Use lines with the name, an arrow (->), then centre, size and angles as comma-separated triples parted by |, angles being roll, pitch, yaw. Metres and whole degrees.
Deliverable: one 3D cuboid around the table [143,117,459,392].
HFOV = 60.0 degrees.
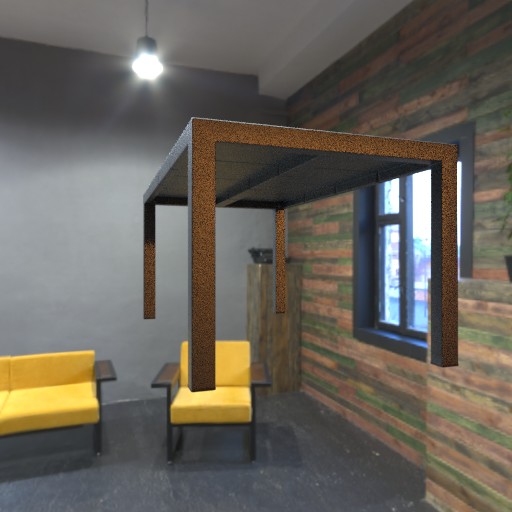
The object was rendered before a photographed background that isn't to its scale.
table -> 0.000, 0.000, 1.285 | 0.559, 0.460, 0.965 | 0, 0, -19
